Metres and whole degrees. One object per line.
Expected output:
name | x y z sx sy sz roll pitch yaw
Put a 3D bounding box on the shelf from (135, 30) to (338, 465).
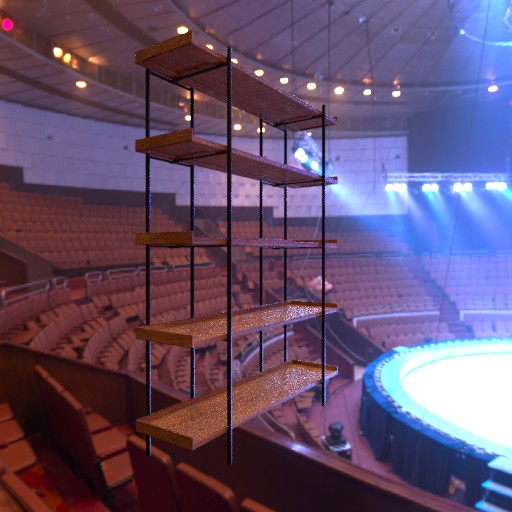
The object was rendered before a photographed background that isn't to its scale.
shelf | 0.000 0.000 2.420 0.379 1.826 1.371 0 1 35
